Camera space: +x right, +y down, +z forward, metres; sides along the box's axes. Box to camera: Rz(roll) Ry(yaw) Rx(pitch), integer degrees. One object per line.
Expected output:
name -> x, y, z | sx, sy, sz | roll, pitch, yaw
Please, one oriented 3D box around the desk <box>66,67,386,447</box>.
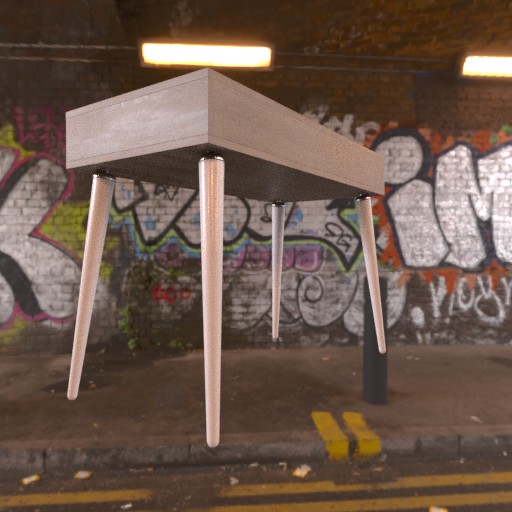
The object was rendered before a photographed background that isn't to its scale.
desk -> 0.000, 0.000, 1.373 | 0.491, 0.723, 0.979 | 0, 1, 35
